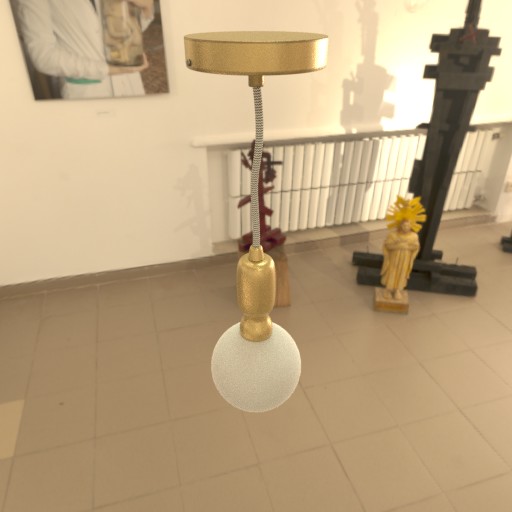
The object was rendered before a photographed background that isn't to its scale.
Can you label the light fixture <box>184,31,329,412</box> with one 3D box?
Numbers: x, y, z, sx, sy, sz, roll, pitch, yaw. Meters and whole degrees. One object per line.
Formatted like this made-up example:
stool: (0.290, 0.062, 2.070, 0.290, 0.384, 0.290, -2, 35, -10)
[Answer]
light fixture: (0.000, 0.000, 0.571, 0.147, 0.510, 0.146, -9, 31, -14)
